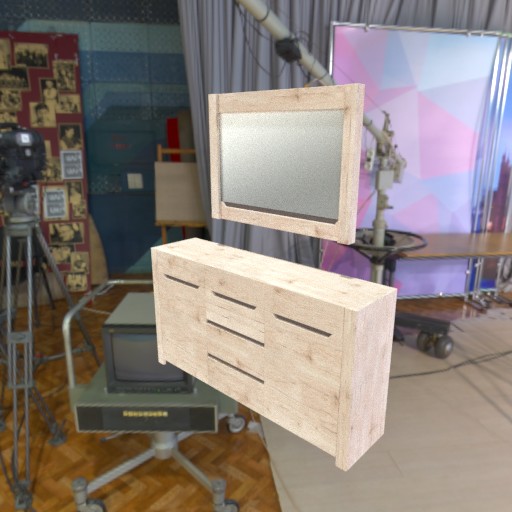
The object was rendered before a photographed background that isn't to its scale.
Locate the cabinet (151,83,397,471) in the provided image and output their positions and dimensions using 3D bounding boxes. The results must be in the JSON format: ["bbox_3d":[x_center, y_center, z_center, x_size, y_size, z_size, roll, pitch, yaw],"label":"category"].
[{"bbox_3d":[0.000,0.000,2.789,1.700,1.981,0.420,14,22,41],"label":"cabinet"}]
